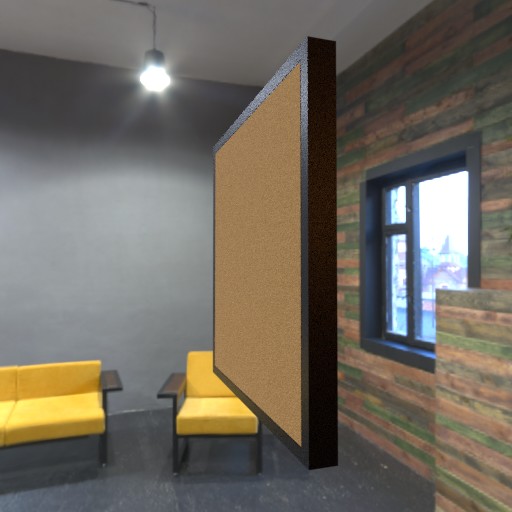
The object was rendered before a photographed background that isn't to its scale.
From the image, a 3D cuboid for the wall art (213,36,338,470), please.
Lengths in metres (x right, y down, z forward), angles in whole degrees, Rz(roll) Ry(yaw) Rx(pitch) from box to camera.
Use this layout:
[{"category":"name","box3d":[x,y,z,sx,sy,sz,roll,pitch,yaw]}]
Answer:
[{"category":"wall art","box3d":[0.000,0.000,0.762,0.038,0.506,0.506,0,-2,-18]}]
